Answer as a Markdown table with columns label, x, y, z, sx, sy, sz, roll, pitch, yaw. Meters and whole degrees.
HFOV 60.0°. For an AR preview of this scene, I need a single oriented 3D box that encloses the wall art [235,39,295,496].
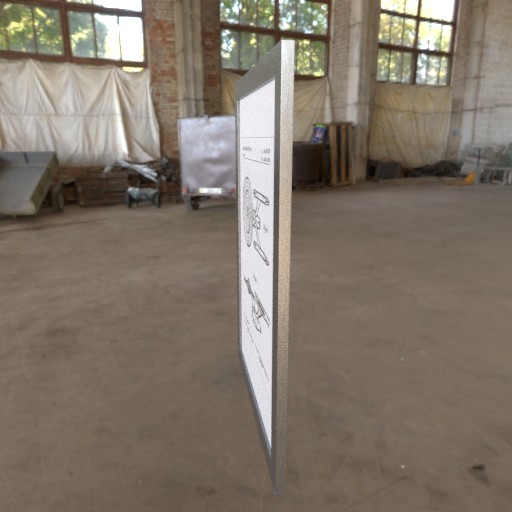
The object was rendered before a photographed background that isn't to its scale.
| label | x | y | z | sx | sy | sz | roll | pitch | yaw |
| --- | --- | --- | --- | --- | --- | --- | --- | --- | --- |
| wall art | 0.000 | 0.000 | 0.672 | 0.013 | 0.529 | 0.376 | -2 | 15 | -9 |
